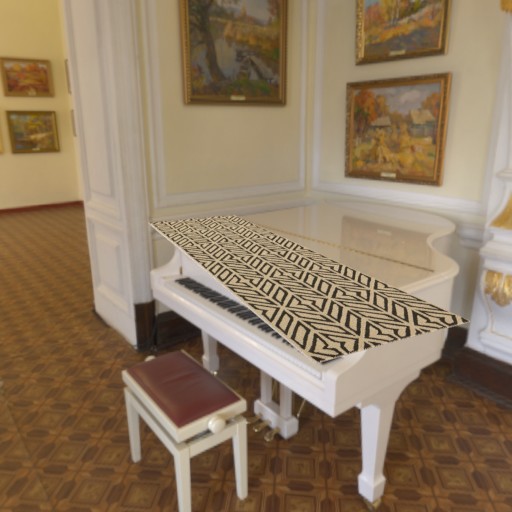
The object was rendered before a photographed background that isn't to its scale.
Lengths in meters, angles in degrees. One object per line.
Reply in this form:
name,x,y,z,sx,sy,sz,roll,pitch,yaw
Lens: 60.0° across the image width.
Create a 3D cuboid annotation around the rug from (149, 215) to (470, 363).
rug,0.000,0.000,2.690,0.750,0.009,2.435,-8,18,-25
